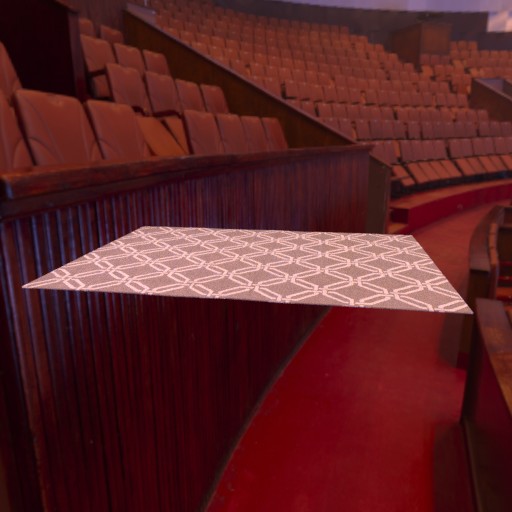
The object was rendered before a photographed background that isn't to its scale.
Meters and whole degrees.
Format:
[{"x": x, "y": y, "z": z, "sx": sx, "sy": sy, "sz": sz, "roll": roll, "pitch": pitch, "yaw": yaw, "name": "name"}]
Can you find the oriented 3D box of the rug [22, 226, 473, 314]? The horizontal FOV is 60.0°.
[{"x": 0.000, "y": 0.000, "z": 4.442, "sx": 3.419, "sy": 0.020, "sz": 2.441, "roll": 2, "pitch": 16, "yaw": 9, "name": "rug"}]
